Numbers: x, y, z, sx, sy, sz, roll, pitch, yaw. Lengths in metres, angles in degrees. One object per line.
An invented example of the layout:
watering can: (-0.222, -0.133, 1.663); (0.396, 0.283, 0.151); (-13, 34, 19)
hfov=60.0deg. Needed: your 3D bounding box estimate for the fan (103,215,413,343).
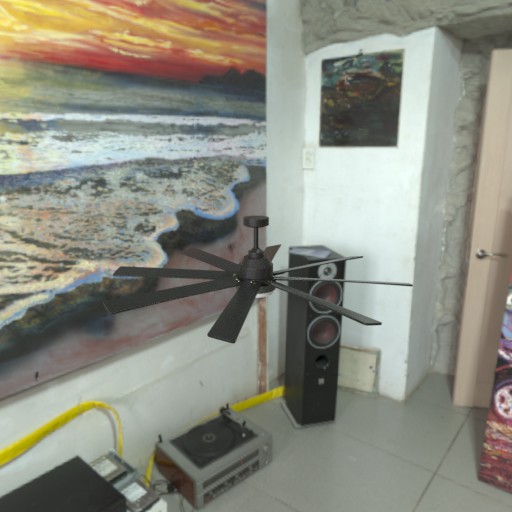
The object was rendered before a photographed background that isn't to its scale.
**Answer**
fan: (0.000, 0.000, 2.690); (1.830, 0.472, 1.830); (2, 14, 9)
